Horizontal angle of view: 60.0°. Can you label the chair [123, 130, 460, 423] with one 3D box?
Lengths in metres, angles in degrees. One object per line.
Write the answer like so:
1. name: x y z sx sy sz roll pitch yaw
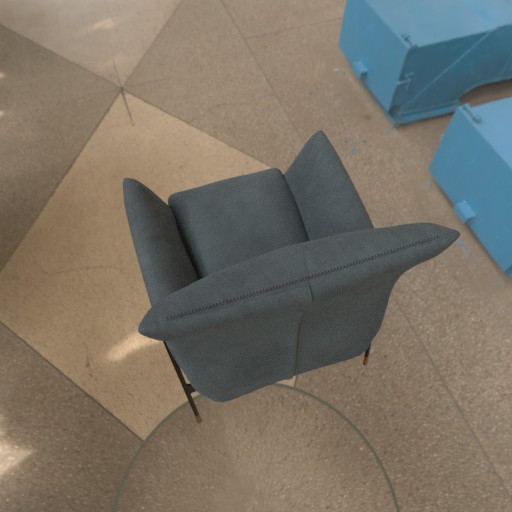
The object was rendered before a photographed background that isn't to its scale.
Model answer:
1. chair: 0.000 0.000 1.377 0.678 0.858 0.709 -16 60 -10
